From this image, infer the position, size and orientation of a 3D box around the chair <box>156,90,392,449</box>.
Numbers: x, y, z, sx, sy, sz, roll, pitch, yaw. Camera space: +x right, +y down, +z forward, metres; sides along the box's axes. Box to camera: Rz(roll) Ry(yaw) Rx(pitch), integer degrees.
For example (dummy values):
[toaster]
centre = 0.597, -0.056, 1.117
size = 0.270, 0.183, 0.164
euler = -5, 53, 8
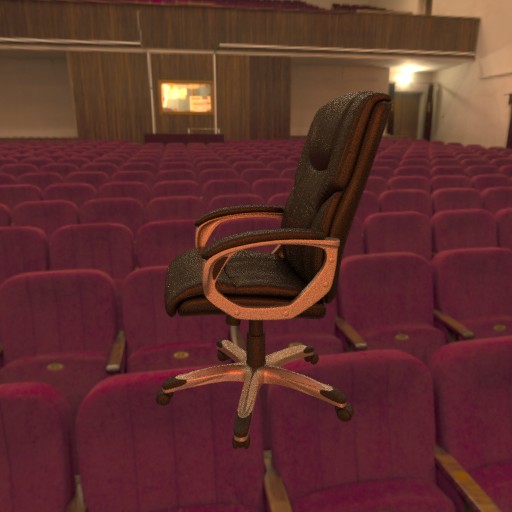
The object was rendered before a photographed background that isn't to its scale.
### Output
[chair]
centre = 0.000, 0.000, 1.639
size = 0.780, 1.145, 0.700
euler = -2, 15, -9
